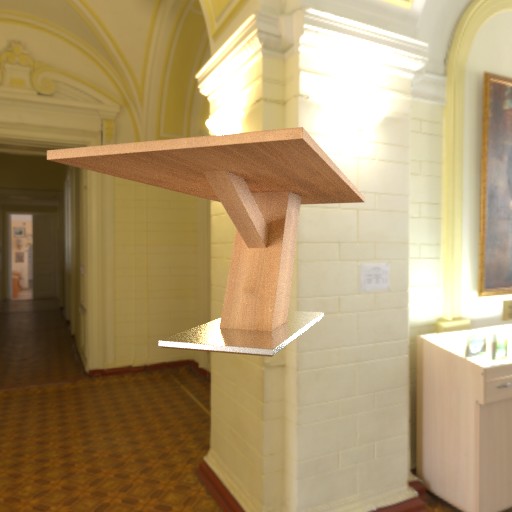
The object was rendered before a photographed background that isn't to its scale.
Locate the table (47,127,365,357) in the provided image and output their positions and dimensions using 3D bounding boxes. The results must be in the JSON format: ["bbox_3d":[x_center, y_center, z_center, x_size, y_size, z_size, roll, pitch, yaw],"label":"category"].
[{"bbox_3d":[0.000,0.000,2.235,0.900,0.750,1.800,0,1,19],"label":"table"}]
